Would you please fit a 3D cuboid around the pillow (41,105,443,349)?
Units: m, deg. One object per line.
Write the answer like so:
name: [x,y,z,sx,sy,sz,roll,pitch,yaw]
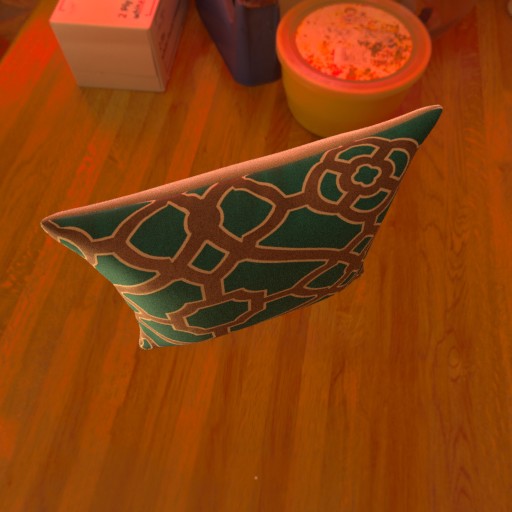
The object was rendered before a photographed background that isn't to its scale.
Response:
pillow: [0.000,0.000,0.766,0.526,0.507,0.166,-18,65,-9]
